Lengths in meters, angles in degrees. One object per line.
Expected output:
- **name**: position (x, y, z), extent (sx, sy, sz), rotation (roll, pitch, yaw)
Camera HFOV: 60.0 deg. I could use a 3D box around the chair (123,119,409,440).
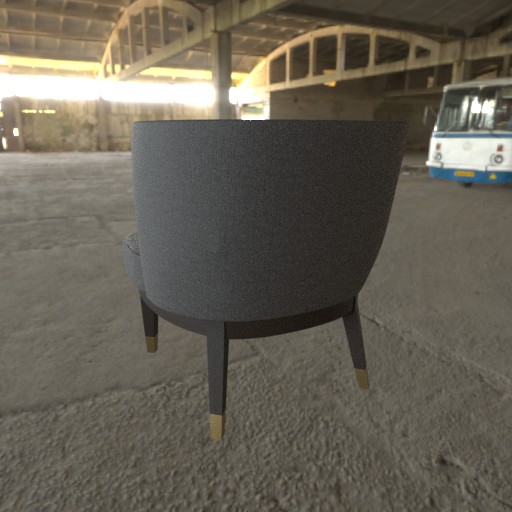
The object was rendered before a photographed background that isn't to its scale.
- **chair**: position (0.000, 0.000, 1.208), extent (0.639, 0.695, 0.698), rotation (-8, 18, -27)
